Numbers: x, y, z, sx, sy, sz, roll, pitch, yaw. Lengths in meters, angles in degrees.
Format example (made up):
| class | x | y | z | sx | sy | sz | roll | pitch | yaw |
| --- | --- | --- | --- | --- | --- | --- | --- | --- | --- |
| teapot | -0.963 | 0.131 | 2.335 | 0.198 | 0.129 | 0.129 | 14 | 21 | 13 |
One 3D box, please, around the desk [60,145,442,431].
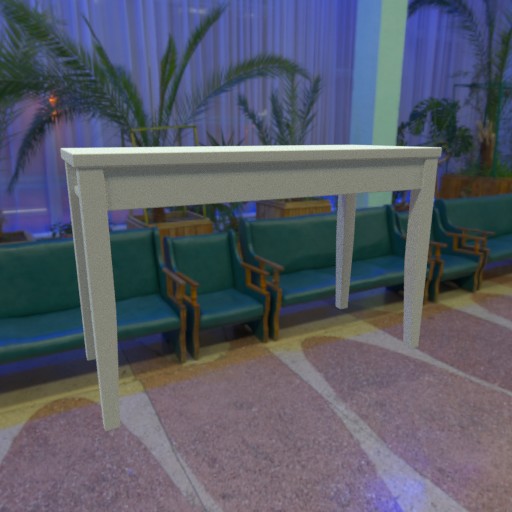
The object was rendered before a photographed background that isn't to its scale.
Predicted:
| class | x | y | z | sx | sy | sz | roll | pitch | yaw |
| --- | --- | --- | --- | --- | --- | --- | --- | --- | --- |
| desk | 0.000 | 0.000 | 1.633 | 1.220 | 0.775 | 0.508 | -7 | 17 | -25 |
